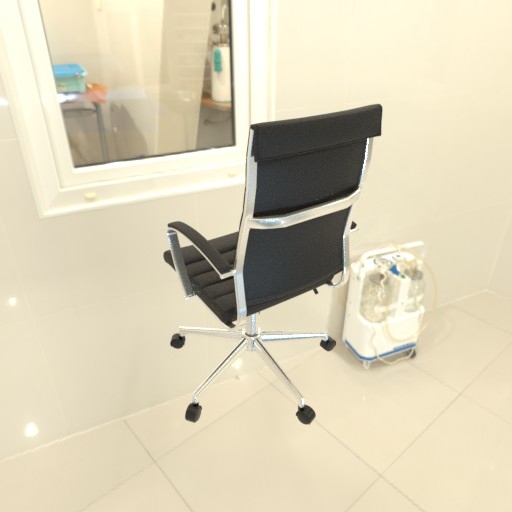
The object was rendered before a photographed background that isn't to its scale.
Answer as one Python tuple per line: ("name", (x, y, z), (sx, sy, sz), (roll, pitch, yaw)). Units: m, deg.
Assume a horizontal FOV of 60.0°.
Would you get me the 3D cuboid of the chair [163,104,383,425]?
("chair", (0.000, 0.000, 1.659), (0.766, 1.149, 0.739), (-19, 35, -29))
